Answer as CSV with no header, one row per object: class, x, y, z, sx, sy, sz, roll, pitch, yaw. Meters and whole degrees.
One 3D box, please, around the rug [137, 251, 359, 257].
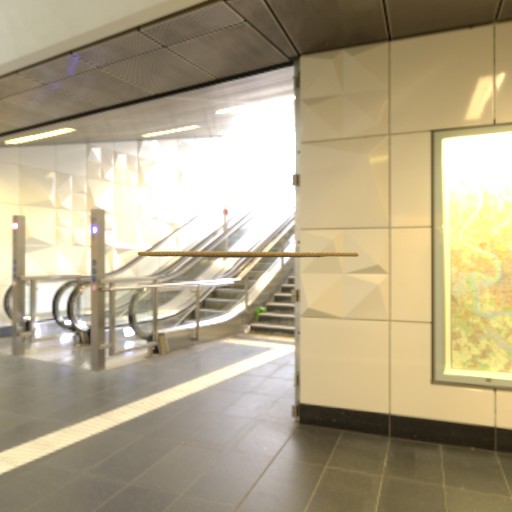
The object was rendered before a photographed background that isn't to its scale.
rug,0.000,0.000,2.359,0.645,0.015,2.182,0,0,1
